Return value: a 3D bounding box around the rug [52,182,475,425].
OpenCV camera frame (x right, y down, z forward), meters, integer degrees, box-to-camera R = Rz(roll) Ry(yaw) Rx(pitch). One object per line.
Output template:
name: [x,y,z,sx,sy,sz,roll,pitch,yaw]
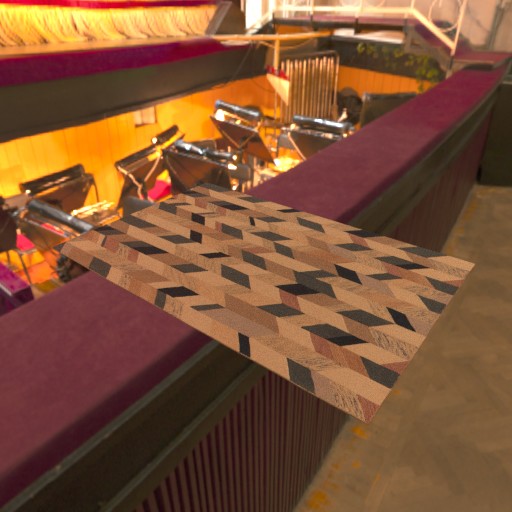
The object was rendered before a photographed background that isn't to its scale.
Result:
rug: [0.000,0.000,2.255,1.813,0.006,1.202,21,37,32]
